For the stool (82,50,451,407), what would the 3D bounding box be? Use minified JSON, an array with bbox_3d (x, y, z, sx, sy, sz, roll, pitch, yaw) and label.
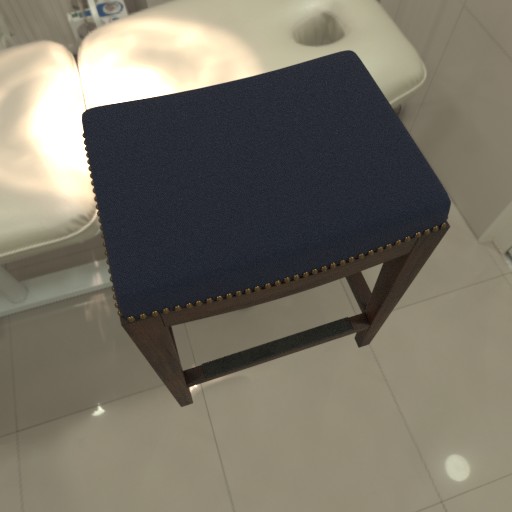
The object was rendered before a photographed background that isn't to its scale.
[{"bbox_3d":[0.000,0.000,0.916,0.500,0.642,0.361,-16,63,-8],"label":"stool"}]
